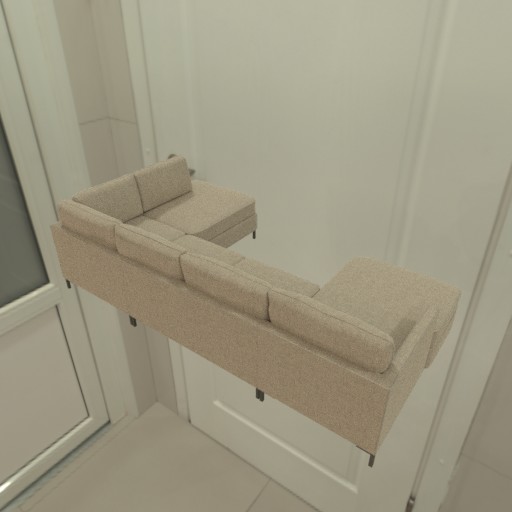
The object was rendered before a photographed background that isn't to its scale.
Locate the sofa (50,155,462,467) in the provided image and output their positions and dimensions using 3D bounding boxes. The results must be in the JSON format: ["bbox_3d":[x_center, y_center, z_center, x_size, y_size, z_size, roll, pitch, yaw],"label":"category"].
[{"bbox_3d":[0.000,0.000,4.121,3.423,0.996,2.021,21,37,31],"label":"sofa"}]
